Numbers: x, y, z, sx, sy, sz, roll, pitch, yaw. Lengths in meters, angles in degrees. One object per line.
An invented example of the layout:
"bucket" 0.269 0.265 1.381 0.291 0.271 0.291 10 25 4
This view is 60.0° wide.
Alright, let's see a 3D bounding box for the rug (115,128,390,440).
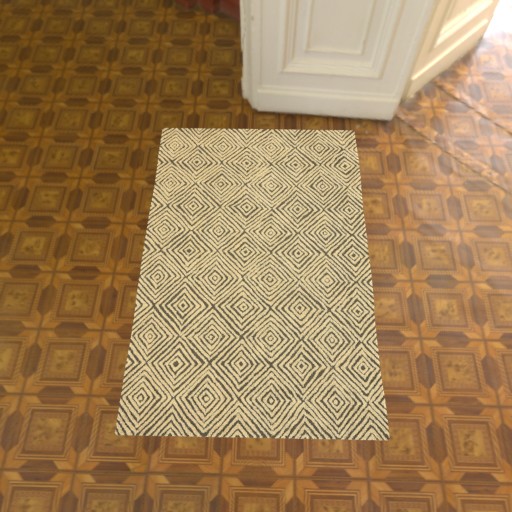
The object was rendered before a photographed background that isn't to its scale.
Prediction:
"rug" 0.000 0.000 2.296 1.177 0.004 1.750 1 62 0
